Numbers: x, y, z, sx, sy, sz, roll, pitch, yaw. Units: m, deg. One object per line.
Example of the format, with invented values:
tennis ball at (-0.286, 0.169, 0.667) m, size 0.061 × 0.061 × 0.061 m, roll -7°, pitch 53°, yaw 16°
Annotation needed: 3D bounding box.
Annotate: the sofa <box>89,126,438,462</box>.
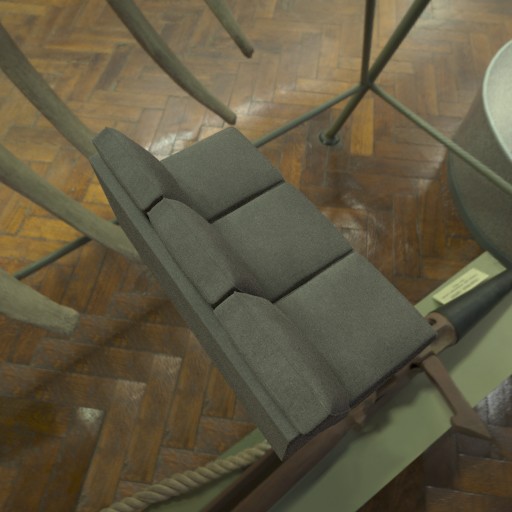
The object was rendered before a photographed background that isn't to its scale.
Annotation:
sofa at (0.000, 0.000, 2.579) m, size 1.027 × 0.973 × 1.962 m, roll -32°, pitch 64°, yaw -18°
